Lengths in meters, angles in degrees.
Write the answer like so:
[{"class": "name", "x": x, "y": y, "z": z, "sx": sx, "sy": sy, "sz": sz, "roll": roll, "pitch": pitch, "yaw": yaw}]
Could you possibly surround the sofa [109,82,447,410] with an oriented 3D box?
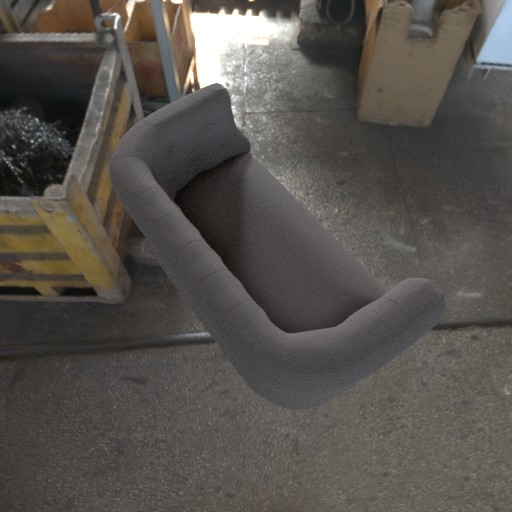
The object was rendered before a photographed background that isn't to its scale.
[{"class": "sofa", "x": 0.000, "y": 0.000, "z": 2.133, "sx": 0.835, "sy": 0.827, "sz": 1.558, "roll": -33, "pitch": 65, "yaw": -18}]
